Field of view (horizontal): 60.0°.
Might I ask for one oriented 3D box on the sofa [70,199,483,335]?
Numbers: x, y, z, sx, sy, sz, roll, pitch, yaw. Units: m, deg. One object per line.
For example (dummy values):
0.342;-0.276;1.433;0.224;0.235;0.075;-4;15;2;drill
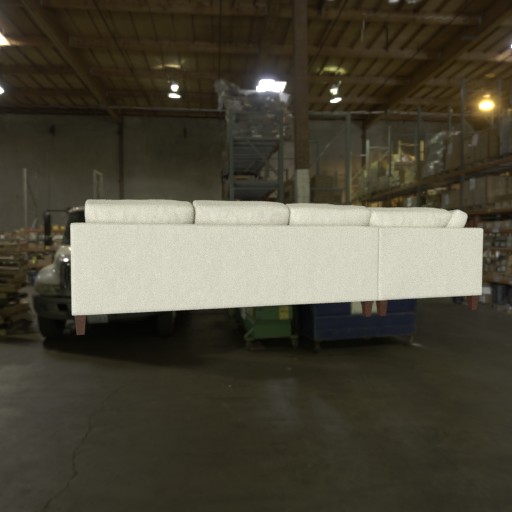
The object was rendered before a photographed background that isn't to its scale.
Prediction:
0.000;0.000;4.300;3.182;0.863;2.432;-1;2;-19;sofa
